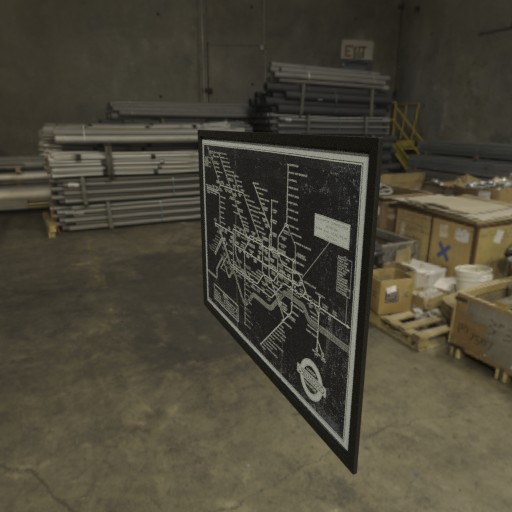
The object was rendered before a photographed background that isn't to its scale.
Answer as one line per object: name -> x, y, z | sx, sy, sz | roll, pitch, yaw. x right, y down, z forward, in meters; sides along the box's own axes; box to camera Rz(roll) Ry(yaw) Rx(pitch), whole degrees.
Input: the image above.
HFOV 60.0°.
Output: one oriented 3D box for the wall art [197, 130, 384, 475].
wall art -> 0.000, 0.000, 1.507 | 0.013, 0.811, 1.192 | -7, 18, -23
